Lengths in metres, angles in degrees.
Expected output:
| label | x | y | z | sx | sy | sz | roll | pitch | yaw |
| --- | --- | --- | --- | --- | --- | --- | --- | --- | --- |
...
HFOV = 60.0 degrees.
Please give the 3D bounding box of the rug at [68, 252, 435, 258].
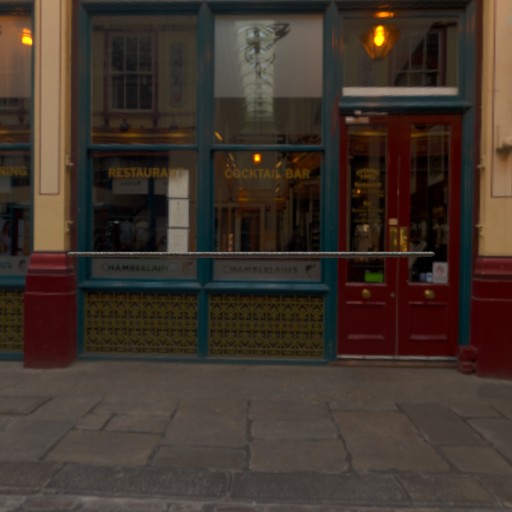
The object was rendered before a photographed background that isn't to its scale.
| label | x | y | z | sx | sy | sz | roll | pitch | yaw |
| --- | --- | --- | --- | --- | --- | --- | --- | --- | --- |
| rug | 0.000 | 0.000 | 2.242 | 1.144 | 0.014 | 1.748 | 0 | 0 | 1 |
